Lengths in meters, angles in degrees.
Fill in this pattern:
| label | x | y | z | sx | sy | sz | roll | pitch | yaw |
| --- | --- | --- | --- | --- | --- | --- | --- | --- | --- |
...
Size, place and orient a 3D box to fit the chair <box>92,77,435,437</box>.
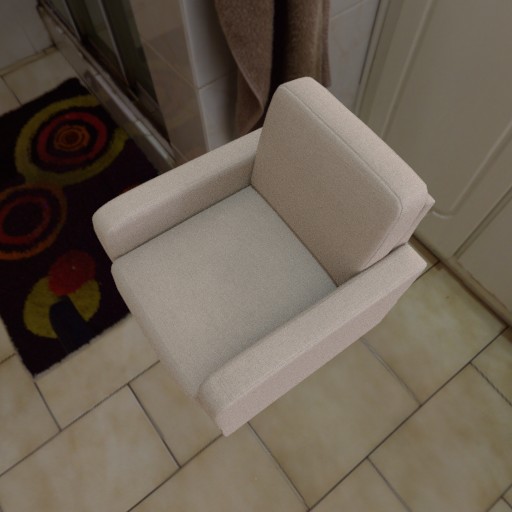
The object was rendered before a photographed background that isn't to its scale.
| label | x | y | z | sx | sy | sz | roll | pitch | yaw |
| --- | --- | --- | --- | --- | --- | --- | --- | --- | --- |
| chair | 0.000 | 0.000 | 1.501 | 0.888 | 0.827 | 0.755 | -32 | 68 | -15 |
